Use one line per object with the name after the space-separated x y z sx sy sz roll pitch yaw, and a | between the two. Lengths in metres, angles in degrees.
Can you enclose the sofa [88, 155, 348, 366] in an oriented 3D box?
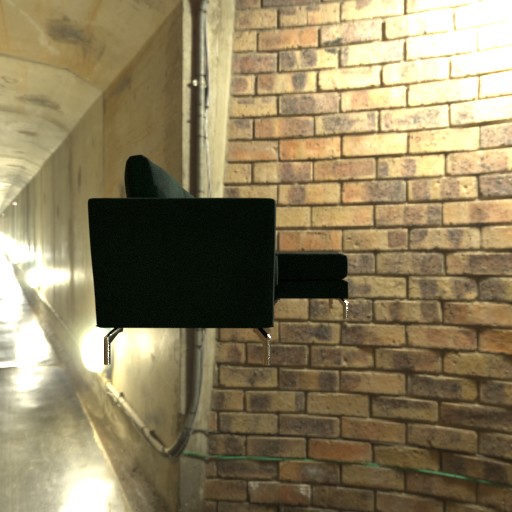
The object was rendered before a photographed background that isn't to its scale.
0.000 0.000 3.180 1.489 1.007 2.441 0 -1 1 | sofa
